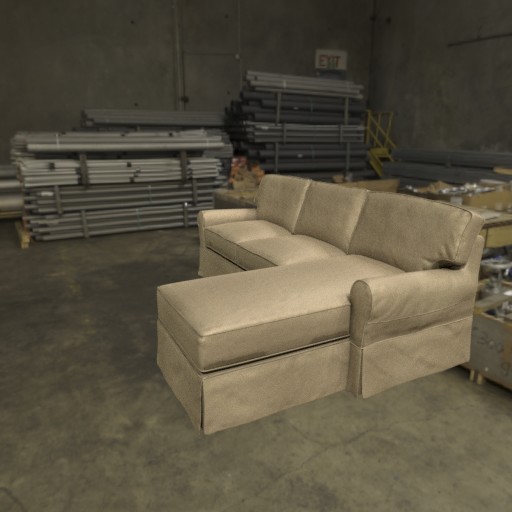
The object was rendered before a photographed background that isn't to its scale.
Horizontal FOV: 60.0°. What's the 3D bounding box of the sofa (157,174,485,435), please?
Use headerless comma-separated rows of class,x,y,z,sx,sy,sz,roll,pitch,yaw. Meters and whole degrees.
sofa,0.000,0.000,3.232,1.733,0.978,2.475,-8,18,-26
